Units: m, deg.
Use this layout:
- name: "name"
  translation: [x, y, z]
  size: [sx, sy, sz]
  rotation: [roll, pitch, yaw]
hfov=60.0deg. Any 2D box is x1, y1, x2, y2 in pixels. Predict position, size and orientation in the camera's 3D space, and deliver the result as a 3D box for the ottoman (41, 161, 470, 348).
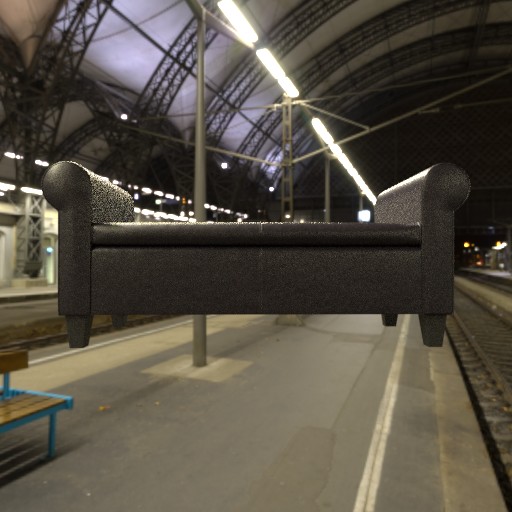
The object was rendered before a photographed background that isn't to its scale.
- name: "ottoman"
  translation: [0.000, 0.000, 1.542]
  size: [1.256, 0.547, 0.521]
  rotation: [0, -1, -1]
